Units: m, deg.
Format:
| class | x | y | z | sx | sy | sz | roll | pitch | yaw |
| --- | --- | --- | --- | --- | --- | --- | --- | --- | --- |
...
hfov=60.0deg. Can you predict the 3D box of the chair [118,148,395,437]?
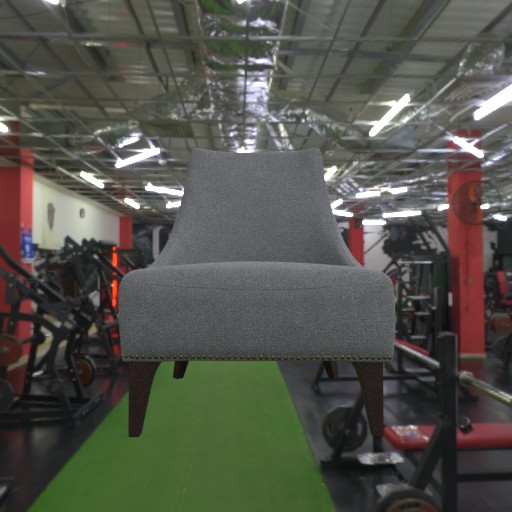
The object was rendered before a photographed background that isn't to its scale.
| class | x | y | z | sx | sy | sz | roll | pitch | yaw |
| --- | --- | --- | --- | --- | --- | --- | --- | --- | --- |
| chair | 0.000 | 0.000 | 1.497 | 0.701 | 0.909 | 0.861 | 0 | -1 | 0 |
